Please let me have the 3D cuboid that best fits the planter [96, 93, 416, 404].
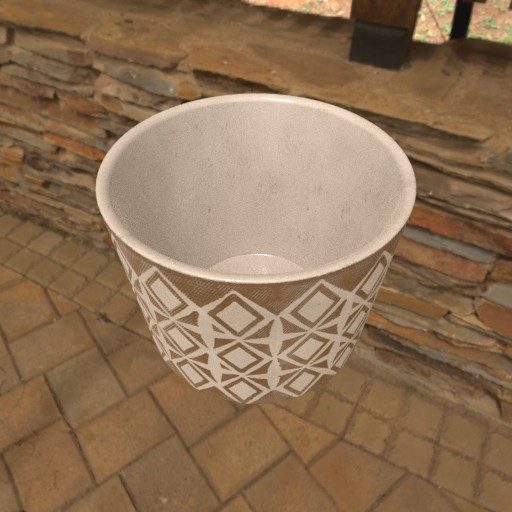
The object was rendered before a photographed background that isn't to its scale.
[{"bbox_3d":[0.000,0.000,0.448,0.260,0.220,0.260,0,46,0],"label":"planter"}]
